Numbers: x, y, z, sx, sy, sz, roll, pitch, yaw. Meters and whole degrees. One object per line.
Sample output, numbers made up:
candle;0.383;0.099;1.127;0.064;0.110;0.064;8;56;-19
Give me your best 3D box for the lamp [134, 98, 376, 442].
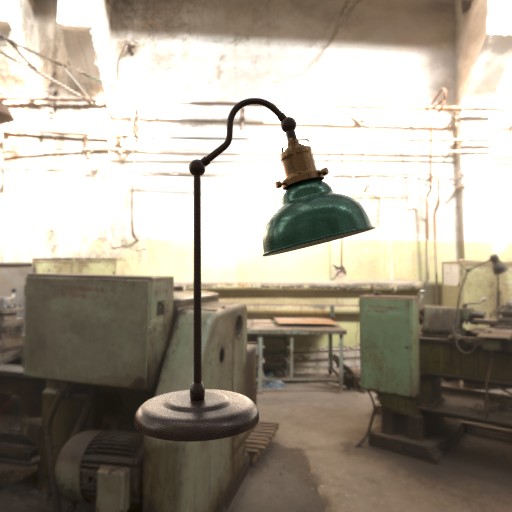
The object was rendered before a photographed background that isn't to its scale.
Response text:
lamp;0.000;0.000;0.702;0.374;0.508;0.192;0;-2;0
